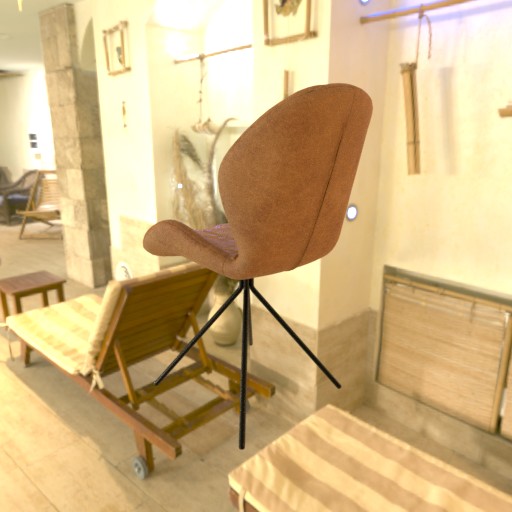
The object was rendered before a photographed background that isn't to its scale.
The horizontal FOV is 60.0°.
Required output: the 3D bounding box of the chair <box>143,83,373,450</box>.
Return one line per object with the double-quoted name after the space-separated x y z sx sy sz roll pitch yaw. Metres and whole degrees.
0.000 0.000 1.334 0.527 0.929 0.640 -14 21 -42 "chair"
